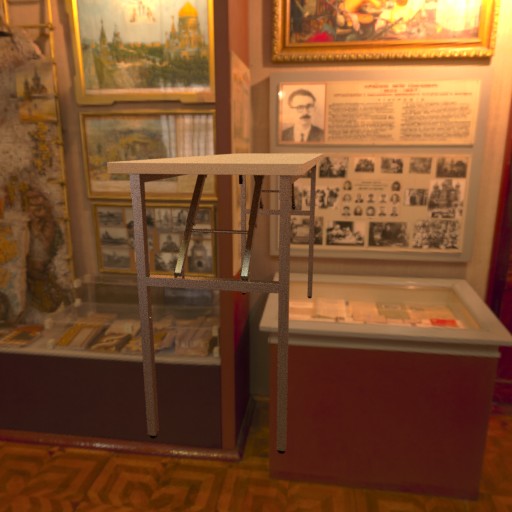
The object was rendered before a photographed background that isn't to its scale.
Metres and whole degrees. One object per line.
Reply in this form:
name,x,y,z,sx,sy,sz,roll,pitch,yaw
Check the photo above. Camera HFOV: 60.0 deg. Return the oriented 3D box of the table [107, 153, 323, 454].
table,0.000,0.000,1.709,0.446,0.750,1.397,2,14,10
